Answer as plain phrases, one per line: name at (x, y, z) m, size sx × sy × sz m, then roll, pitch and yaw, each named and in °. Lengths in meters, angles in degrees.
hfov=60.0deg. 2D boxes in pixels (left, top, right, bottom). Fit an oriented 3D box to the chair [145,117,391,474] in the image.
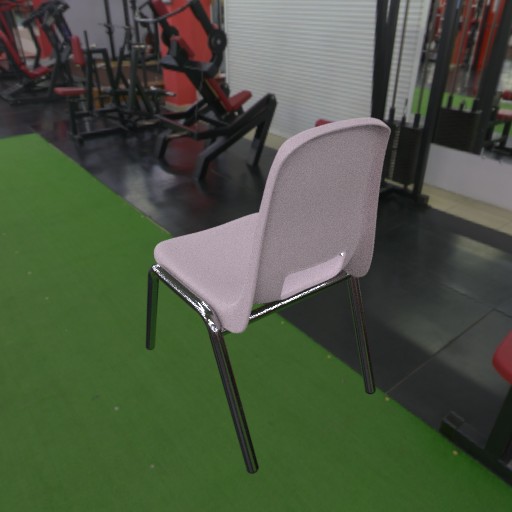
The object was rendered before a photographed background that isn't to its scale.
chair at (0.000, 0.000, 0.856) m, size 0.354 × 0.586 × 0.423 m, roll -20°, pitch 36°, yaw -30°
